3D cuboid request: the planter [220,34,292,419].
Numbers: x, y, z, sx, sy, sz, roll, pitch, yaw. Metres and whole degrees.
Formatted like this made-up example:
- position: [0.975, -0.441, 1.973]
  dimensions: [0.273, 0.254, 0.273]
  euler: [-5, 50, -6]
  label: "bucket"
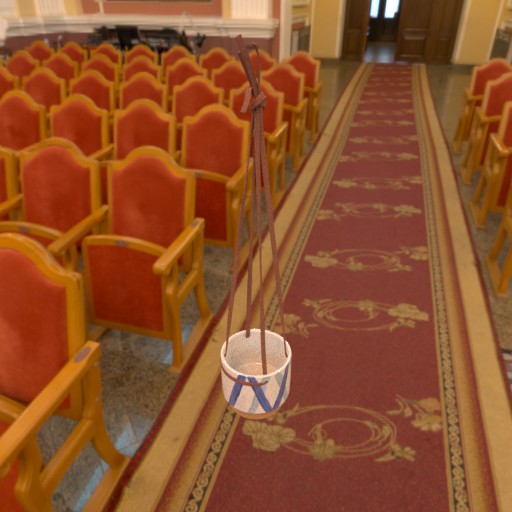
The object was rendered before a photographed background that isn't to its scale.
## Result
- position: [0.000, 0.000, 0.832]
  dimensions: [0.153, 0.753, 0.157]
  euler: [8, 31, 14]
  label: "planter"
